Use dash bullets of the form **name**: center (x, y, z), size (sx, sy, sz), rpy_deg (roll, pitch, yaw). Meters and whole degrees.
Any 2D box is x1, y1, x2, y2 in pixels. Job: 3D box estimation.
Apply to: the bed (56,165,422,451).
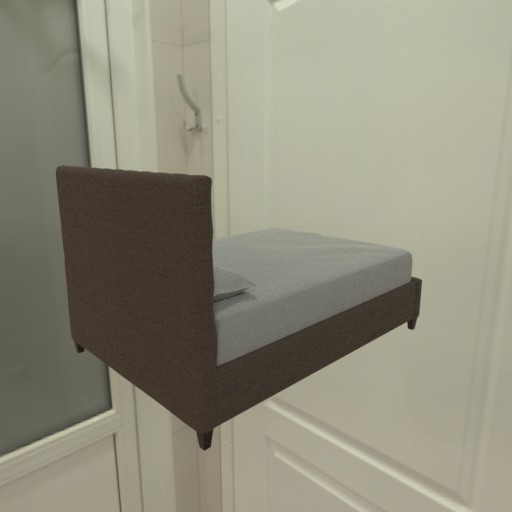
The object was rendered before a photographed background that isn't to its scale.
- **bed**: center (0.000, 0.000, 3.517), size (2.387, 1.427, 1.698), rpy_deg (-13, 19, -42)
